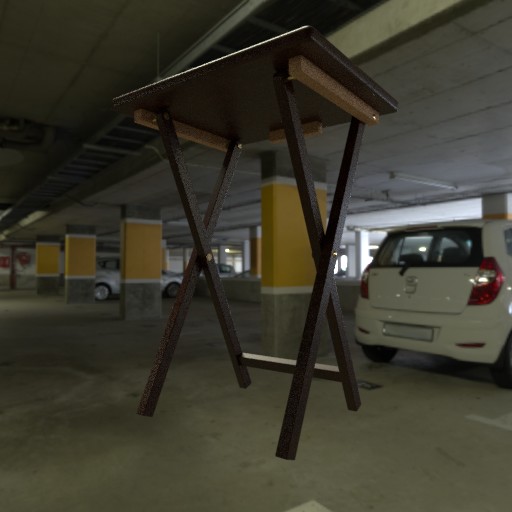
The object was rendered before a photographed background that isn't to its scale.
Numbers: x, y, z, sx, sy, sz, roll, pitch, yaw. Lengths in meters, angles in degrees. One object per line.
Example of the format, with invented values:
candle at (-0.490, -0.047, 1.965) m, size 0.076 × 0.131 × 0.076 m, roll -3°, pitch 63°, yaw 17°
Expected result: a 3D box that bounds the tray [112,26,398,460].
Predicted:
tray at (0.000, 0.000, 0.932) m, size 0.483 × 0.660 × 0.381 m, roll -1°, pitch -2°, yaw 37°
